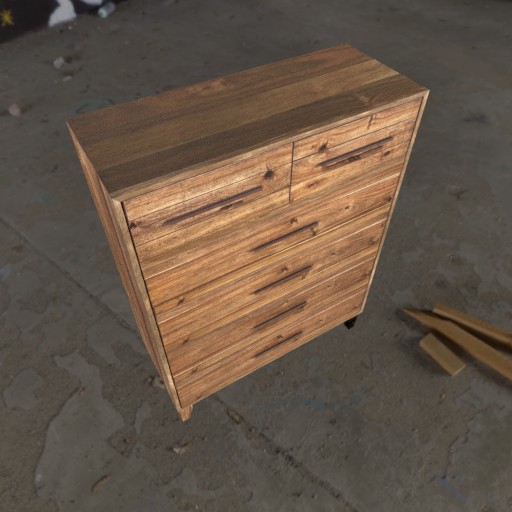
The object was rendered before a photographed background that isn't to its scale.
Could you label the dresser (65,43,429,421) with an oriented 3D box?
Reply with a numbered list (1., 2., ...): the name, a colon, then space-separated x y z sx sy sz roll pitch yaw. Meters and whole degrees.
1. dresser: 0.000 0.000 1.888 1.062 1.393 0.442 -24 52 -20
